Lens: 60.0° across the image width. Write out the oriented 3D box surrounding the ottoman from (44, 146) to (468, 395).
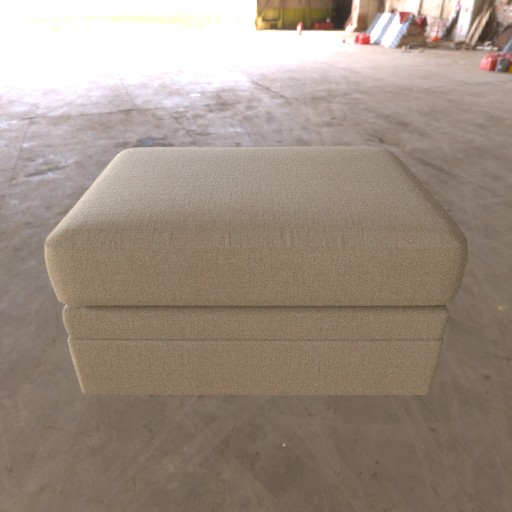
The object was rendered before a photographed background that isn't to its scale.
[{"bbox_3d":[0.000,0.000,1.220,0.885,0.478,0.637,0,31,0],"label":"ottoman"}]
